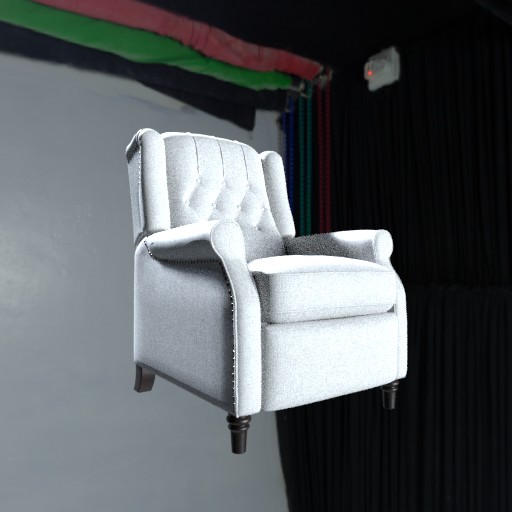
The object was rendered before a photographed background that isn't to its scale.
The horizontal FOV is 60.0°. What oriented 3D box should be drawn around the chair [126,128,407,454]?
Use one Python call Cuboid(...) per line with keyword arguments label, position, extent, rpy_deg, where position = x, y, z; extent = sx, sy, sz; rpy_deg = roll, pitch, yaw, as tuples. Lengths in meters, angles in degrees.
Cuboid(label="chair", position=(0.000, 0.000, 1.620), extent=(0.742, 1.035, 0.902), rpy_deg=(1, -1, -35))
